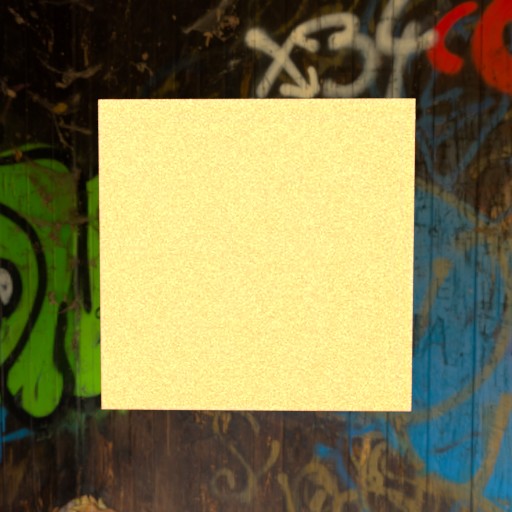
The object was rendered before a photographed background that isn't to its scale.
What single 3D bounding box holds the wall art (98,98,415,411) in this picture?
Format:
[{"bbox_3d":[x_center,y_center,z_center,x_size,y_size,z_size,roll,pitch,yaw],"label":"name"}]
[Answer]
[{"bbox_3d":[0.000,0.000,0.591,0.406,0.403,0.039,0,2,1],"label":"wall art"}]
